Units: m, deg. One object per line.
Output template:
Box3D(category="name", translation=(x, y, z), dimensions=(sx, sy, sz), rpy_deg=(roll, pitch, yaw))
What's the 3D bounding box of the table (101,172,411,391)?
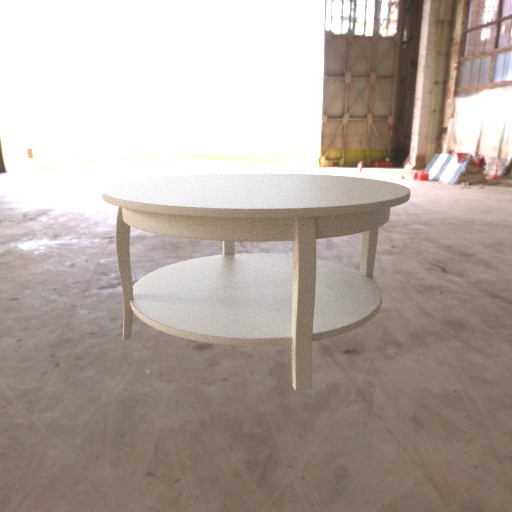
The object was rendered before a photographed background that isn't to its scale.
Box3D(category="table", translation=(0.000, 0.000, 1.436), dimensions=(0.910, 0.457, 0.910), rpy_deg=(0, 15, 0))
